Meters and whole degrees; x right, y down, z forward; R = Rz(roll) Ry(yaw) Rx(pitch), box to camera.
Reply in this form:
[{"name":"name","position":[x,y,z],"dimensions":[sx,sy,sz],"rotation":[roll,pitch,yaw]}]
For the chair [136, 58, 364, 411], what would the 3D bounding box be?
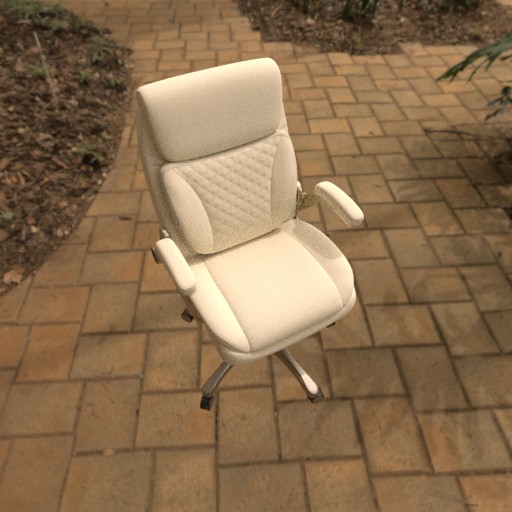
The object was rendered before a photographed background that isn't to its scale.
[{"name":"chair","position":[0.000,0.000,1.633],"dimensions":[0.740,1.110,0.794],"rotation":[-25,51,-22]}]
